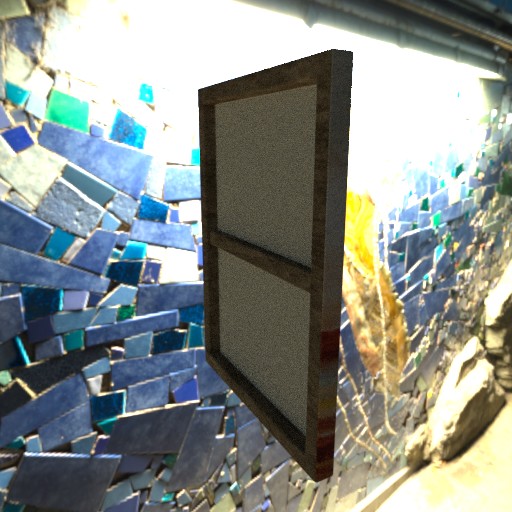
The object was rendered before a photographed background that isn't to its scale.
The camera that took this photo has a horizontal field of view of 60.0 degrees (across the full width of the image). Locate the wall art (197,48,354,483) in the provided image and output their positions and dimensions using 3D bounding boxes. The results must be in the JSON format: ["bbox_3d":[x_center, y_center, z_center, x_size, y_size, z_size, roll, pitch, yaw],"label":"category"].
[{"bbox_3d":[0.000,0.000,0.789,0.035,0.605,0.443,-7,16,-27],"label":"wall art"}]
